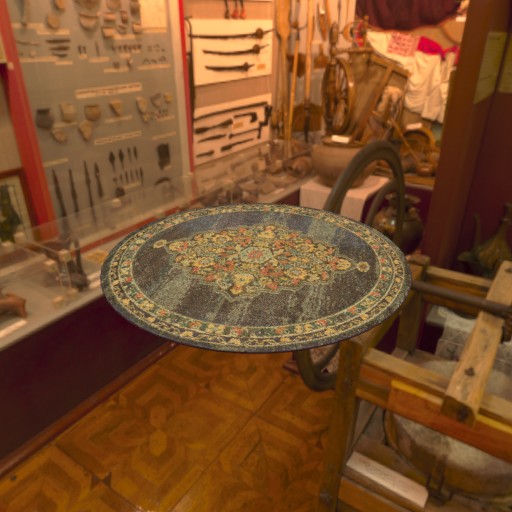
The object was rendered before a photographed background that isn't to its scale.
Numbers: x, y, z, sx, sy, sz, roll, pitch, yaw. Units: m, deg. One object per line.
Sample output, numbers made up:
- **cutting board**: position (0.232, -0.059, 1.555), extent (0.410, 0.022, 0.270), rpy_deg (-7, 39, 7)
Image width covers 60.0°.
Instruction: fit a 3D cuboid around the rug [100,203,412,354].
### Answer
- **rug**: position (0.000, 0.000, 2.368), extent (1.591, 0.010, 1.591), rpy_deg (0, 27, 0)
